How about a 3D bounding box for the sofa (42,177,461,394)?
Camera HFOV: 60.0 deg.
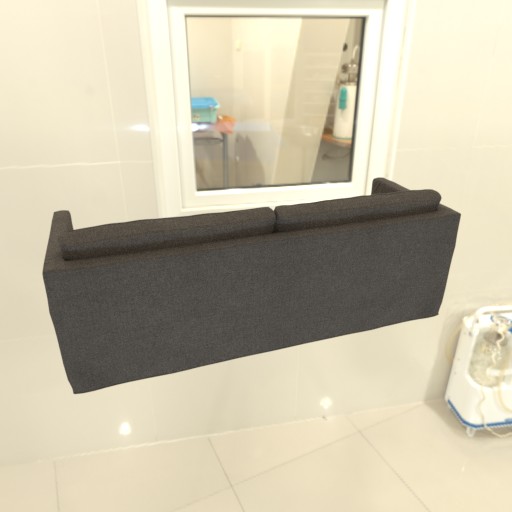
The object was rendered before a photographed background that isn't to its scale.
[{"bbox_3d":[0.000,0.000,3.310,2.779,0.998,1.036,-9,27,-17],"label":"sofa"}]
